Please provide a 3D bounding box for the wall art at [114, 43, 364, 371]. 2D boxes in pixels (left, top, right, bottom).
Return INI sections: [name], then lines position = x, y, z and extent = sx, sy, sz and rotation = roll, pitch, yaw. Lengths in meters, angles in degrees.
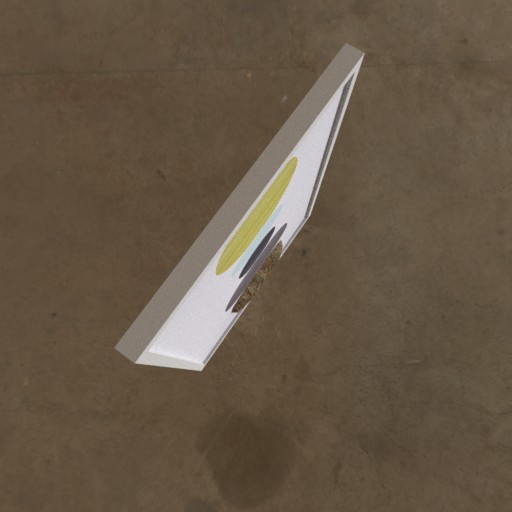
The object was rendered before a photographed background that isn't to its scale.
[wall art]
position = 0.000, 0.000, 1.043
extent = 0.055, 0.763, 0.611
rotation = 34, 77, 9
